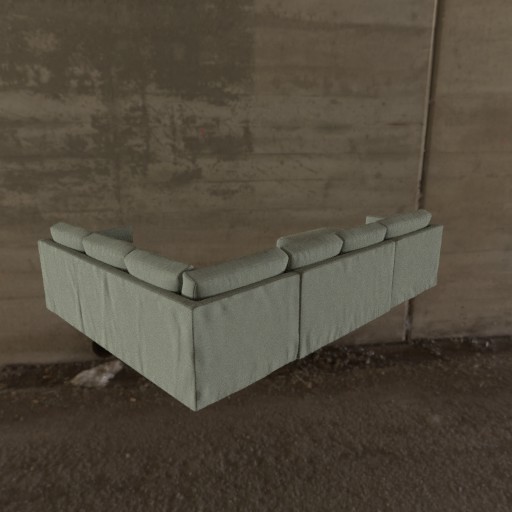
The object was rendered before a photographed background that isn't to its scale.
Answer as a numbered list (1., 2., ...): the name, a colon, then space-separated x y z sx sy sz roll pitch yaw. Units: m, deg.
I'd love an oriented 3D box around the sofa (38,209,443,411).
1. sofa: 0.000 0.000 4.587 3.434 0.869 2.440 -15 21 -43
